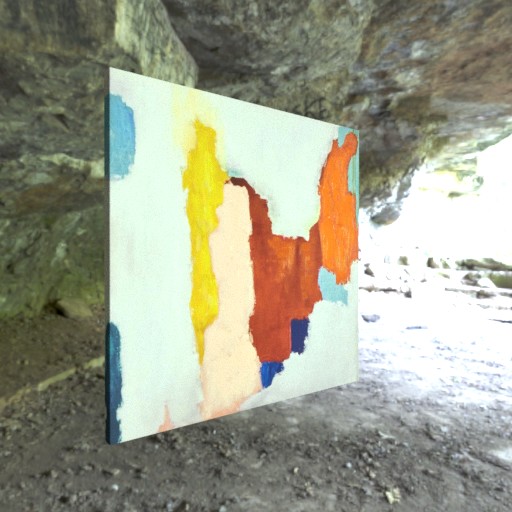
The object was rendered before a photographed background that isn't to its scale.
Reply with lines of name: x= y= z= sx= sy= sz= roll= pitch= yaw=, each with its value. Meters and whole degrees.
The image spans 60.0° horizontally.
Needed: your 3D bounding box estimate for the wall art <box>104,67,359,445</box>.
wall art: x=0.000 y=0.000 z=1.511 sx=1.017 sy=1.017 sz=0.044 roll=0 pitch=0 yaw=-37
